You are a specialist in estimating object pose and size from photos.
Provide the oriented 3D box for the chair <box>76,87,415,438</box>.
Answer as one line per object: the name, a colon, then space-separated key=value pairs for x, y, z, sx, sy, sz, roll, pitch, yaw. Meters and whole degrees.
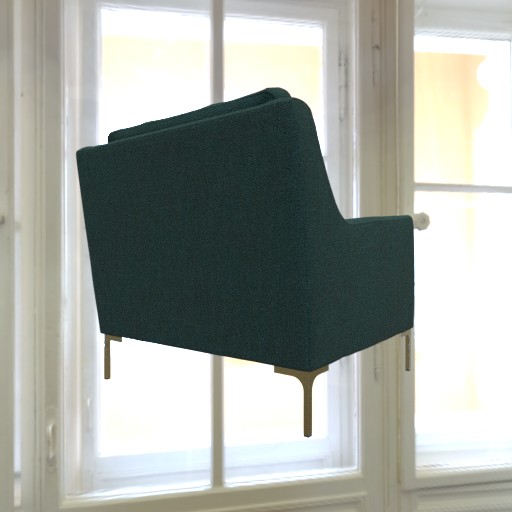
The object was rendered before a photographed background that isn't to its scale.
chair: x=0.000 y=0.000 z=1.512 sx=0.847 sy=0.828 sz=0.849 roll=0 pitch=1 yaw=37
